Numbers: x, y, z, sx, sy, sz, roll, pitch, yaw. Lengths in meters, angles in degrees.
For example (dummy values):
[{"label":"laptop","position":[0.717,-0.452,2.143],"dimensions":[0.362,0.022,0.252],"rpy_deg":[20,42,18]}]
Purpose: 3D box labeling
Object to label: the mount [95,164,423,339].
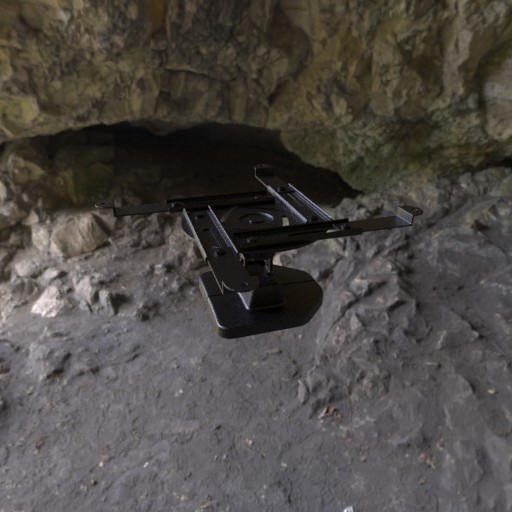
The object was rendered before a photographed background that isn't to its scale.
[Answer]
[{"label":"mount","position":[0.000,0.000,0.599],"dimensions":[0.394,0.141,0.394],"rpy_deg":[-8,27,-15]}]
